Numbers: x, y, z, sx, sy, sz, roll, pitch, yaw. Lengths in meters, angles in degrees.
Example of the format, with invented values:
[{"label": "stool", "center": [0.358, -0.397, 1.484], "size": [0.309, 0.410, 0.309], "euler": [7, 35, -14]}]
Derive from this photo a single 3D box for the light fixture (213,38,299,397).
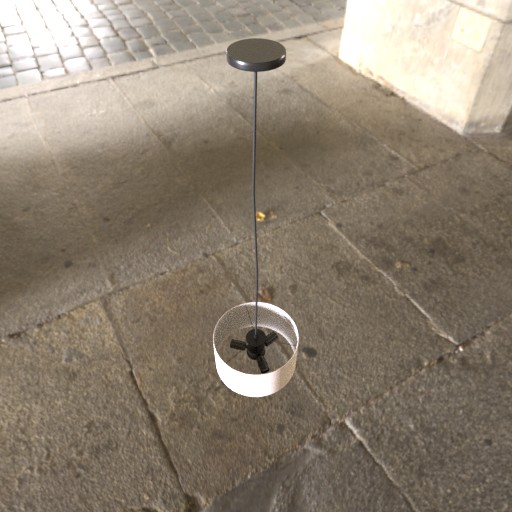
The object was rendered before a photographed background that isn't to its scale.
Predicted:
[{"label": "light fixture", "center": [0.000, 0.000, 1.668], "size": [0.399, 1.516, 0.399], "euler": [0, 47, 0]}]
